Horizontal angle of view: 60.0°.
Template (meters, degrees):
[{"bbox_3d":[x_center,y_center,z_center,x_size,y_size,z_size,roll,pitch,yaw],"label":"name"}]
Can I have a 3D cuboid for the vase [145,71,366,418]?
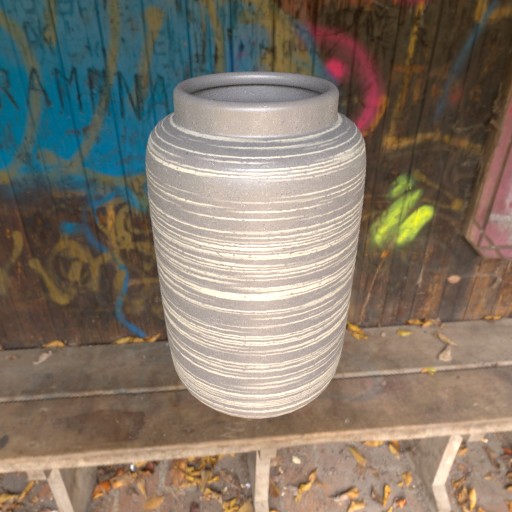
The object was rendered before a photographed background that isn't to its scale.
[{"bbox_3d":[0.000,0.000,0.680,0.297,0.499,0.297,0,32,0],"label":"vase"}]
